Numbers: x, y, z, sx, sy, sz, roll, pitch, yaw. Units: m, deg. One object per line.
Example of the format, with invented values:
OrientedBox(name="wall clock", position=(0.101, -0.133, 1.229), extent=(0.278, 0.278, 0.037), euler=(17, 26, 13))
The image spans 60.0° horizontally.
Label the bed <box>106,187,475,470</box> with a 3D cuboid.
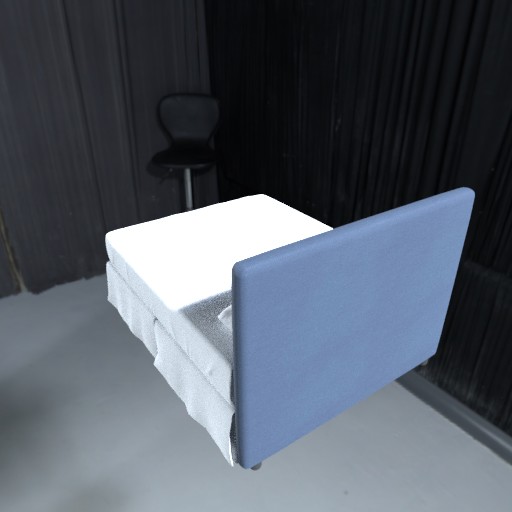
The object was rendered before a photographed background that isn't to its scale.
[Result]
OrientedBox(name="bed", position=(0.000, 0.000, 3.244), extent=(1.713, 1.330, 2.162), euler=(-18, 33, -30))
